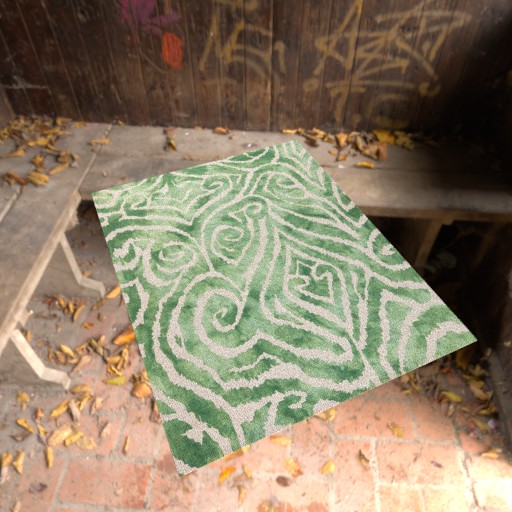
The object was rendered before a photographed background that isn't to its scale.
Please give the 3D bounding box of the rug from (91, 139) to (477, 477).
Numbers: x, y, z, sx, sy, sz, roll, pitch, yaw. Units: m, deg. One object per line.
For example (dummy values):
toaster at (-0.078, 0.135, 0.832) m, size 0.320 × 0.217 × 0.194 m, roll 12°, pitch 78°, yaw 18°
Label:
rug at (0.000, 0.000, 4.071) m, size 2.436 × 0.007 × 3.045 m, roll -18°, pitch 50°, yaw -16°
